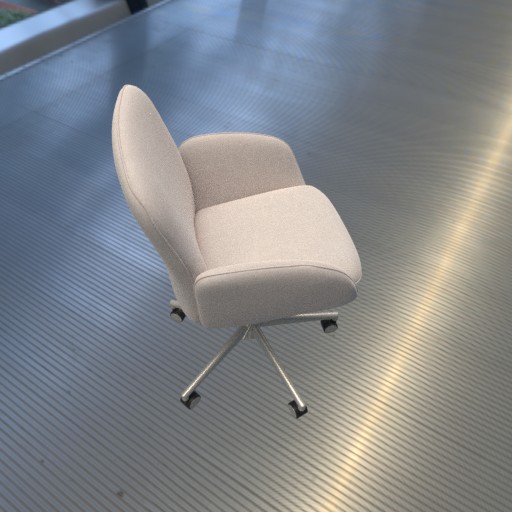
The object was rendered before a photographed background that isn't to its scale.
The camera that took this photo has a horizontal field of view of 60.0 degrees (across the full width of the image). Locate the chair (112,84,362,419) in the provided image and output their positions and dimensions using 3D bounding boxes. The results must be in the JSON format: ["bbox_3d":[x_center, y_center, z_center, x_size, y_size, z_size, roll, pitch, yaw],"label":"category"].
[{"bbox_3d":[0.000,0.000,1.323,0.633,0.959,0.648,-9,48,-9],"label":"chair"}]
